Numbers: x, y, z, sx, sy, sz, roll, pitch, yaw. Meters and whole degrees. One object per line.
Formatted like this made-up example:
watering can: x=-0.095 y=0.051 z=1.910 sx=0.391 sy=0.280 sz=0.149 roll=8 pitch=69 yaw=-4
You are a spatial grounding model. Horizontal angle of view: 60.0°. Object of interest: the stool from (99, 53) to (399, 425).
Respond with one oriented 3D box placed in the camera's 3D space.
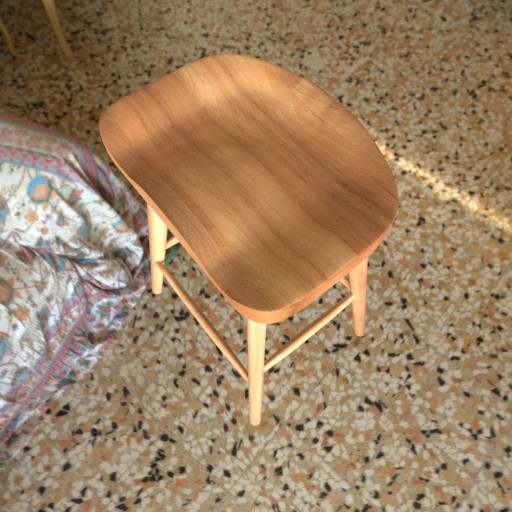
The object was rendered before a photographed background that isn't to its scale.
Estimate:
stool: x=0.000 y=0.000 z=0.869 sx=0.361 sy=0.615 sz=0.440 roll=-35 pitch=68 yaw=-17
